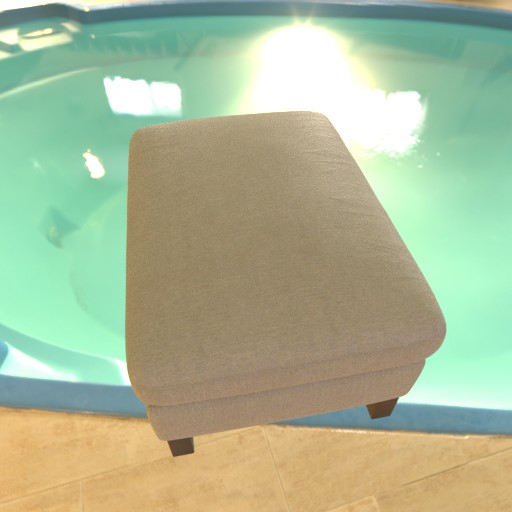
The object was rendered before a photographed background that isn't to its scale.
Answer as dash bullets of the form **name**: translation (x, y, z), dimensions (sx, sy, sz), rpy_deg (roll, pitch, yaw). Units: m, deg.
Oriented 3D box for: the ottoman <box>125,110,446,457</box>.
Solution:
- **ottoman**: translation (0.000, 0.000, 1.009), dimensions (0.528, 0.404, 0.735), rpy_deg (-8, 47, -7)
